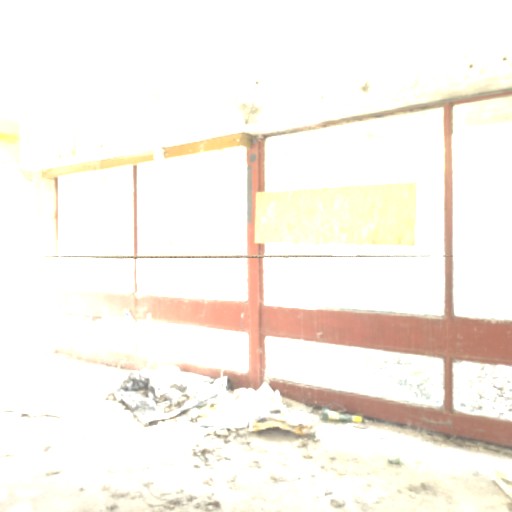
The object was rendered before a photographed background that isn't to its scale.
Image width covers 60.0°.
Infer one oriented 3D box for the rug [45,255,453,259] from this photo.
[{"bbox_3d":[0.000,0.000,3.136,2.464,0.010,1.549,0,0,-37],"label":"rug"}]
